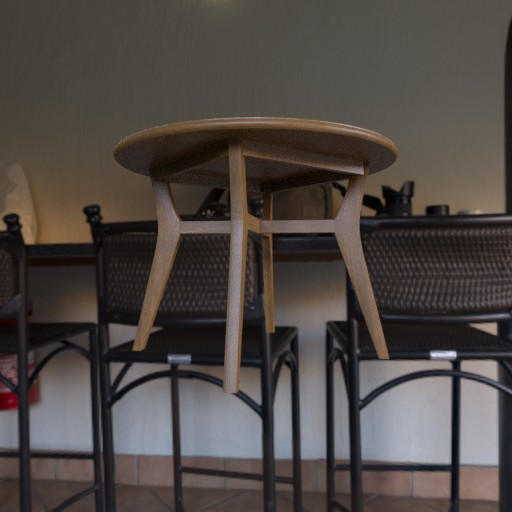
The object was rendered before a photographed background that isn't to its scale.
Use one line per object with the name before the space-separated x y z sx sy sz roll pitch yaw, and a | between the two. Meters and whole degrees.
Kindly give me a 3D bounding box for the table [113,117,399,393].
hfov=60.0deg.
table | 0.000 0.000 1.723 1.055 0.757 1.055 0 0 0
